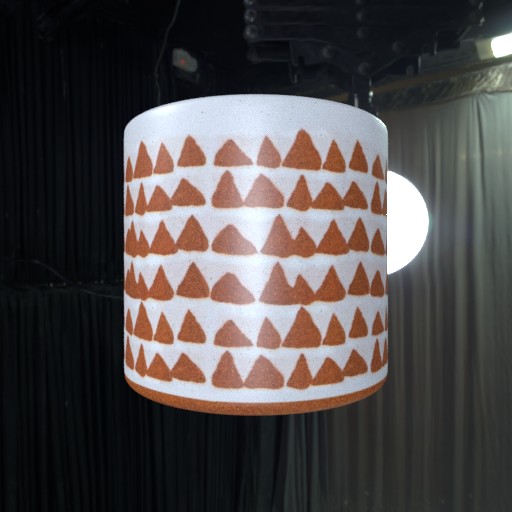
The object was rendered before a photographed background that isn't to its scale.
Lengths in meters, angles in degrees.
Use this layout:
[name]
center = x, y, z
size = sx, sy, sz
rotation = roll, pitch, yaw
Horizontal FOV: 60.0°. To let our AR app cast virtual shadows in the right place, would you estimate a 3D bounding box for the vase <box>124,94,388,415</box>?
[vase]
center = 0.000, 0.000, 0.240
size = 0.137, 0.127, 0.137
rotation = 0, 0, 0
